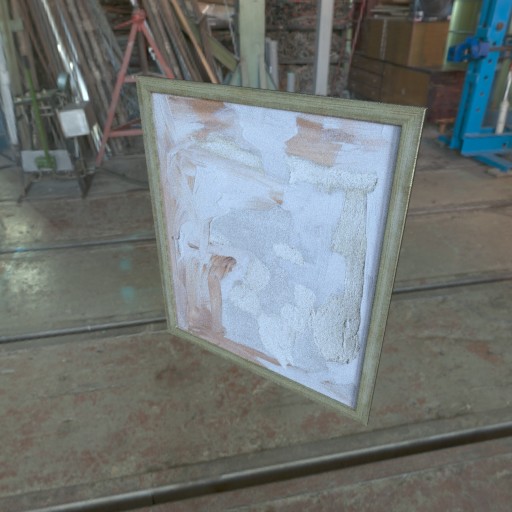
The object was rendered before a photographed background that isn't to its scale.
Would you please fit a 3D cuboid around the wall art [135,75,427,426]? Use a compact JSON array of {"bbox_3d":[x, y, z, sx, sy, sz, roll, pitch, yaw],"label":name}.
[{"bbox_3d":[0.000,0.000,0.780,0.483,0.559,0.009,18,35,28],"label":"wall art"}]
